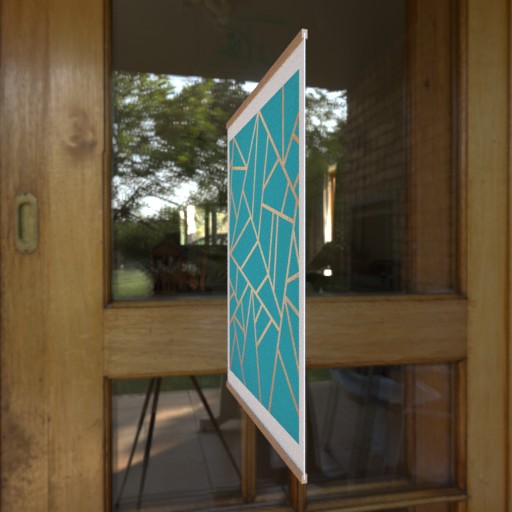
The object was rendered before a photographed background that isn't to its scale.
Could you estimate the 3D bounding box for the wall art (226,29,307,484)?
[{"bbox_3d":[0.000,0.000,1.355,0.013,1.016,0.758,0,0,-17],"label":"wall art"}]
